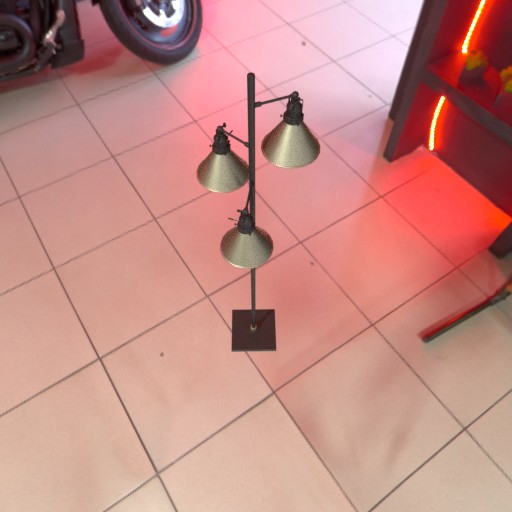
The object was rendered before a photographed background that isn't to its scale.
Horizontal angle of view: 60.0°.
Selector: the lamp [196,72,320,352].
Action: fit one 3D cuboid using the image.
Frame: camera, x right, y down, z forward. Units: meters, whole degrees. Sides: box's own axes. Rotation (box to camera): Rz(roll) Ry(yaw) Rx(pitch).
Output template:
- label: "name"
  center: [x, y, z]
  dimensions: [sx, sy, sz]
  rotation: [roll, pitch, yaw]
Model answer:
- label: "lamp"
  center: [0.000, 0.000, 1.887]
  dimensions: [0.428, 1.716, 0.415]
  rotation: [-1, 57, -1]
